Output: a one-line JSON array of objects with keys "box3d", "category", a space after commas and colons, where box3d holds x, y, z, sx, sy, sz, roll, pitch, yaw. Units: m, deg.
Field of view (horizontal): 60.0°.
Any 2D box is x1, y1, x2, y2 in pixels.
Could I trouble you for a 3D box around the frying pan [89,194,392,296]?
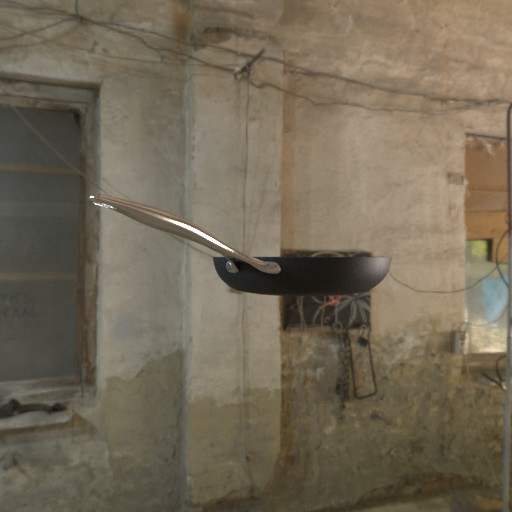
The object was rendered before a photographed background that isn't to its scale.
[{"box3d": [0.000, 0.000, 0.561, 0.255, 0.105, 0.472, 0, 0, 37], "category": "frying pan"}]
